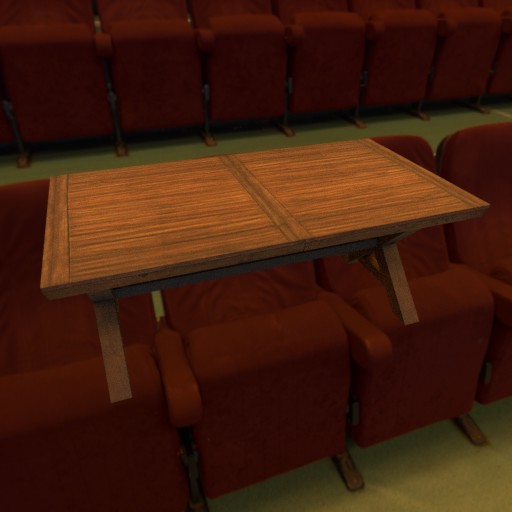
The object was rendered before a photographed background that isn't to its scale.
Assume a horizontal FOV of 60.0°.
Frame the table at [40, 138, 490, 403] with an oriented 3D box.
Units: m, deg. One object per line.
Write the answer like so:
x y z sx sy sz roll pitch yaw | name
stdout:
0.000 0.000 2.448 1.966 0.793 1.071 -11 34 -17 | table
